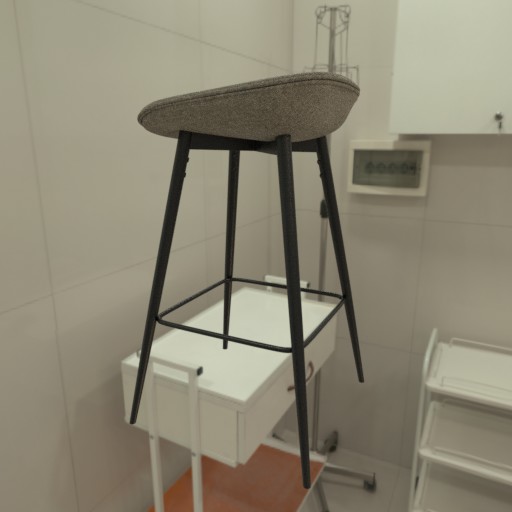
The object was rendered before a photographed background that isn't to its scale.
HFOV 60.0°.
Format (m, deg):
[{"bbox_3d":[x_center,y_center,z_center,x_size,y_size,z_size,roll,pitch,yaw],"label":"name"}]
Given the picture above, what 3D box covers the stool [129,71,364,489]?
[{"bbox_3d":[0.000,0.000,1.101,0.480,0.814,0.469,7,17,26],"label":"stool"}]
